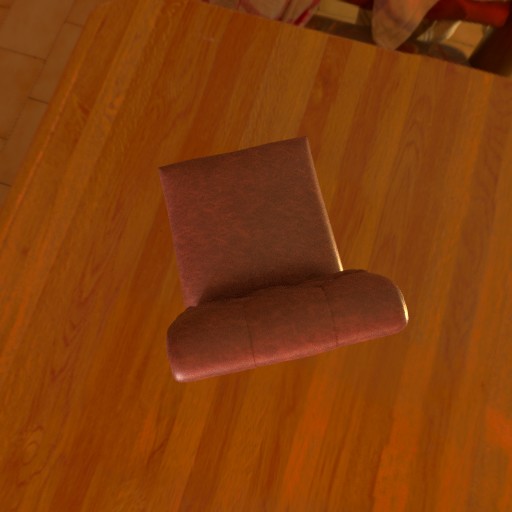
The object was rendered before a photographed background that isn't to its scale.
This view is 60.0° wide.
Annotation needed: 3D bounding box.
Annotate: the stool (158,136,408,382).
[{"bbox_3d":[0.000,0.000,1.407,0.486,1.084,0.660,-13,77,-3],"label":"stool"}]
